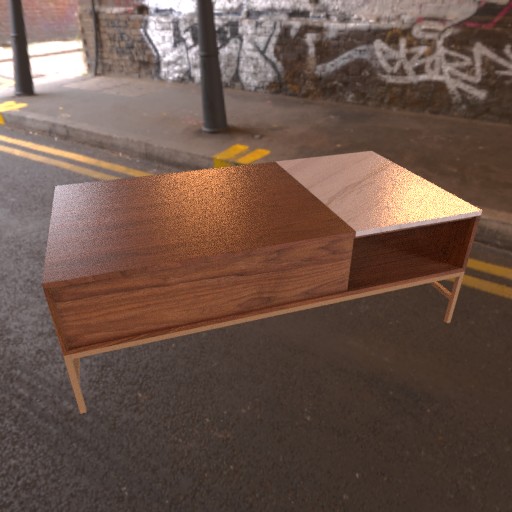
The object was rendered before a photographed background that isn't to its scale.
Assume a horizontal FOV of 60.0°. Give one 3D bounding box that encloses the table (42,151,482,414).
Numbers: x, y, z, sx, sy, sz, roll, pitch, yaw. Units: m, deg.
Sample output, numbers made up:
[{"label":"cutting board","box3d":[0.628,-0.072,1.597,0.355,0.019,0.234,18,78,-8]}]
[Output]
[{"label":"table","box3d":[0.000,0.000,1.937,1.553,0.551,0.789,-10,32,-16]}]
